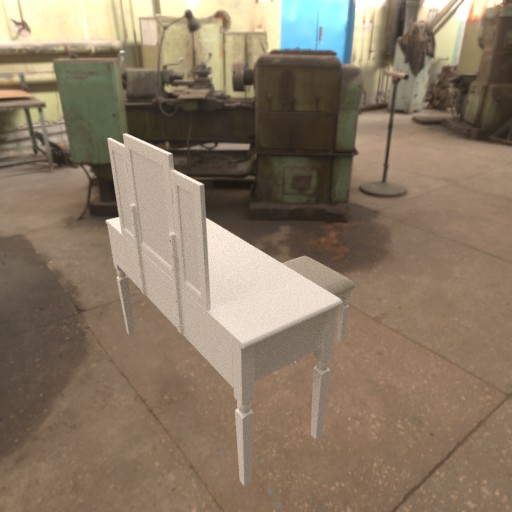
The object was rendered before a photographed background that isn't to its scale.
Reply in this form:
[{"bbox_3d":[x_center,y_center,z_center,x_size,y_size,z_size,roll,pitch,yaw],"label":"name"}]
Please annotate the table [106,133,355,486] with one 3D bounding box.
[{"bbox_3d":[0.000,0.000,2.312,1.115,1.310,1.369,-18,32,-31],"label":"table"}]
